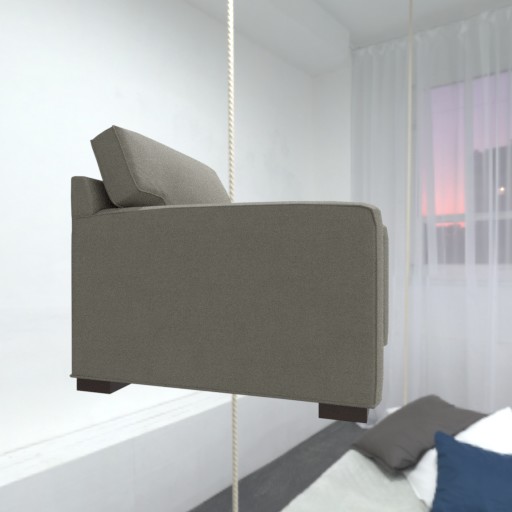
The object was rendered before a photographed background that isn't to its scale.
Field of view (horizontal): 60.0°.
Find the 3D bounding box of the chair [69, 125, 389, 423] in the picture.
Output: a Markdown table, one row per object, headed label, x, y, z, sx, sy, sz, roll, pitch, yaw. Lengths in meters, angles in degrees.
| label | x | y | z | sx | sy | sz | roll | pitch | yaw |
| --- | --- | --- | --- | --- | --- | --- | --- | --- | --- |
| chair | 0.000 | 0.000 | 1.843 | 1.044 | 0.934 | 0.999 | 0 | 0 | 18 |
